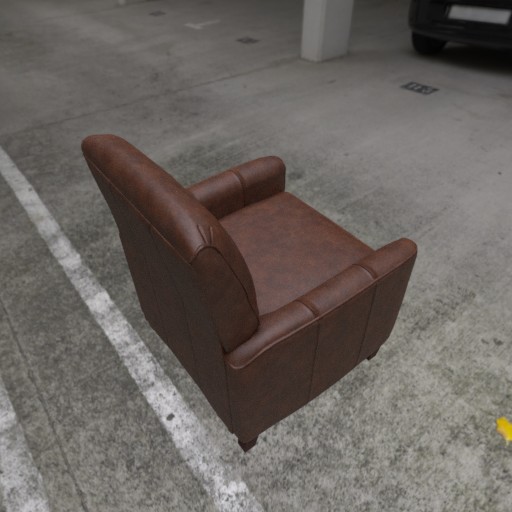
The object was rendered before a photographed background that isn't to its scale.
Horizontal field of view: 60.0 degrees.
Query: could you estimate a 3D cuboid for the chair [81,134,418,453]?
[{"bbox_3d":[0.000,0.000,1.622,0.850,1.010,0.839,-27,48,-27],"label":"chair"}]
